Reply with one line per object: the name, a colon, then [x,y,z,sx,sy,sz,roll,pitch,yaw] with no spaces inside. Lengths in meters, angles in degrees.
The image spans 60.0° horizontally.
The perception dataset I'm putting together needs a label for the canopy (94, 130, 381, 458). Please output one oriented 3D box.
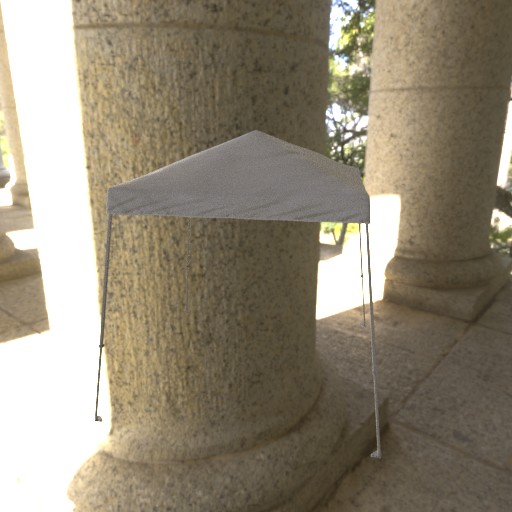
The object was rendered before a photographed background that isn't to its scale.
canopy: [0.000,0.000,6.592,3.600,3.600,3.599,3,17,10]
